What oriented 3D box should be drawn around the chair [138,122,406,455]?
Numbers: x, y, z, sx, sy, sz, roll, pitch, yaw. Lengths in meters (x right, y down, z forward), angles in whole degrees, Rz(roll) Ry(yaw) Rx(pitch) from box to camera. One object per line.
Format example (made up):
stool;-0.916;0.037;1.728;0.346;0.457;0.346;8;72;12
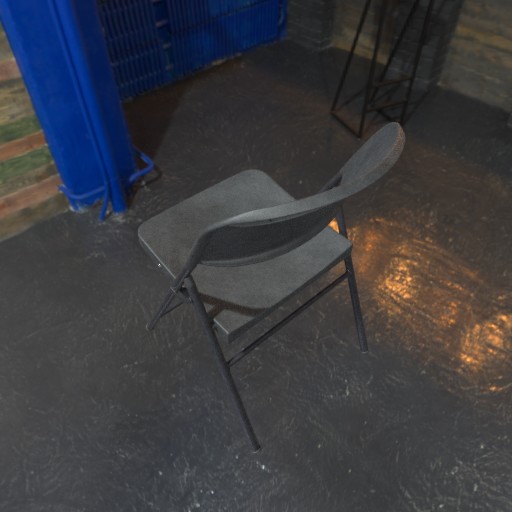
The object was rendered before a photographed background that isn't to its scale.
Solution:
chair;0.000;0.000;1.153;0.494;0.810;0.566;-33;55;-27
